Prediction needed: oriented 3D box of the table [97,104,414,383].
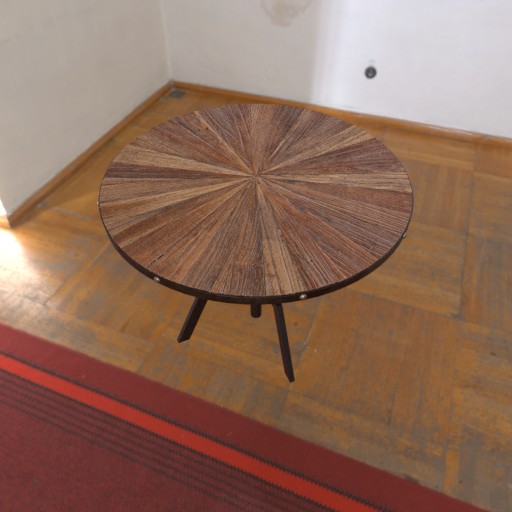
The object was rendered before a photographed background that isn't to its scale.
[{"bbox_3d":[0.000,0.000,1.516,0.885,0.658,0.885,0,46,0],"label":"table"}]
